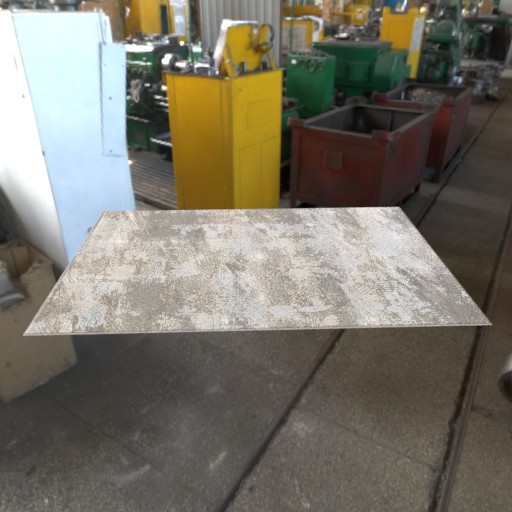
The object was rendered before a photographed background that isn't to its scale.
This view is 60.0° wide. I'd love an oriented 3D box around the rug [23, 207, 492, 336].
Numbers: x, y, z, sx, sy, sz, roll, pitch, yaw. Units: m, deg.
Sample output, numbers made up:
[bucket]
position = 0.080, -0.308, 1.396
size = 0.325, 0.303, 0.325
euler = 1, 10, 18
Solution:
[rug]
position = 0.000, 0.000, 2.962
size = 2.431, 0.012, 1.536
euler = -1, 30, -2
